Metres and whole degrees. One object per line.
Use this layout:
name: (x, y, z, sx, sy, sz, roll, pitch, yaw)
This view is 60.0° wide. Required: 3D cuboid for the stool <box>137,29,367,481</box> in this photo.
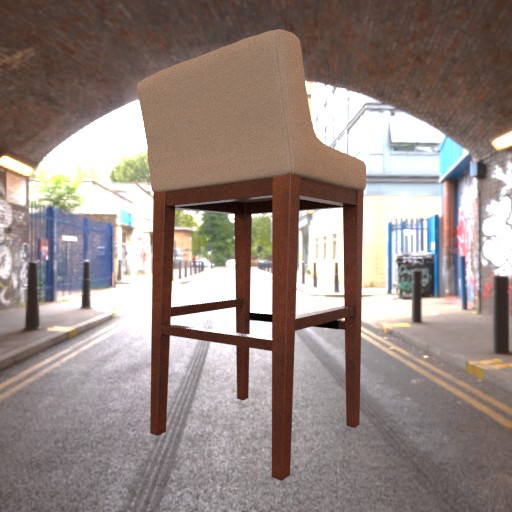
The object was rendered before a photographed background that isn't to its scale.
stool: (0.000, 0.000, 1.310, 0.511, 1.037, 0.500, 0, 0, 37)
